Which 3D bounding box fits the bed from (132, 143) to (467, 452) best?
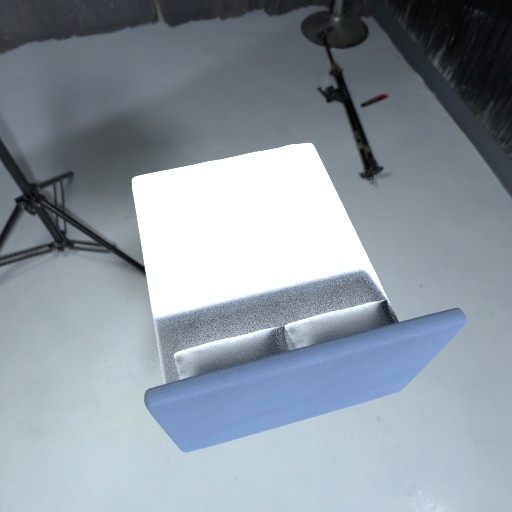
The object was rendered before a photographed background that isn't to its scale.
[{"bbox_3d":[0.000,0.000,3.219,1.713,1.330,2.162,-13,58,-8],"label":"bed"}]
